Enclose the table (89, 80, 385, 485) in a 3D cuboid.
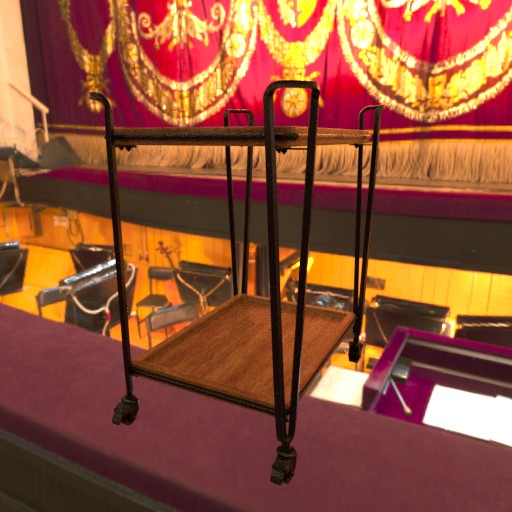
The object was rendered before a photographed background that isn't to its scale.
[{"bbox_3d":[0.000,0.000,1.177,0.505,0.785,0.672,7,17,26],"label":"table"}]
